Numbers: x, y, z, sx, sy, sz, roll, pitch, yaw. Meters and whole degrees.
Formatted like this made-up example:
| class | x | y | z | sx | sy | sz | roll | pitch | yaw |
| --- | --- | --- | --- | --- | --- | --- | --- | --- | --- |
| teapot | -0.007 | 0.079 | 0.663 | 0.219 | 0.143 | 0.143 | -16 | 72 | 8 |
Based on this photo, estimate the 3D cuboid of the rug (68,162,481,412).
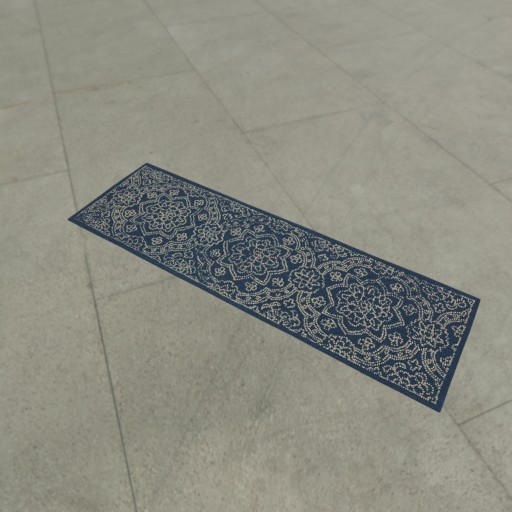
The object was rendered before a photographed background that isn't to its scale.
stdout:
| class | x | y | z | sx | sy | sz | roll | pitch | yaw |
| --- | --- | --- | --- | --- | --- | --- | --- | --- | --- |
| rug | 0.000 | 0.000 | 2.667 | 2.448 | 0.012 | 0.769 | 25 | 51 | 22 |
